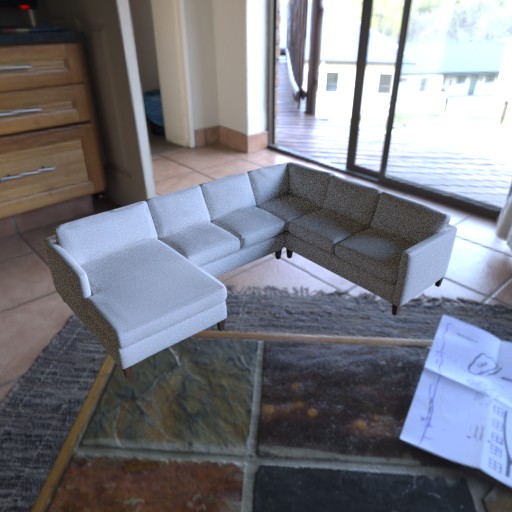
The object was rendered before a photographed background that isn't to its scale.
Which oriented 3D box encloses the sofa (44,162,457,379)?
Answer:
[{"bbox_3d":[0.000,0.000,4.646,3.459,0.956,2.593,-23,37,-34],"label":"sofa"}]
